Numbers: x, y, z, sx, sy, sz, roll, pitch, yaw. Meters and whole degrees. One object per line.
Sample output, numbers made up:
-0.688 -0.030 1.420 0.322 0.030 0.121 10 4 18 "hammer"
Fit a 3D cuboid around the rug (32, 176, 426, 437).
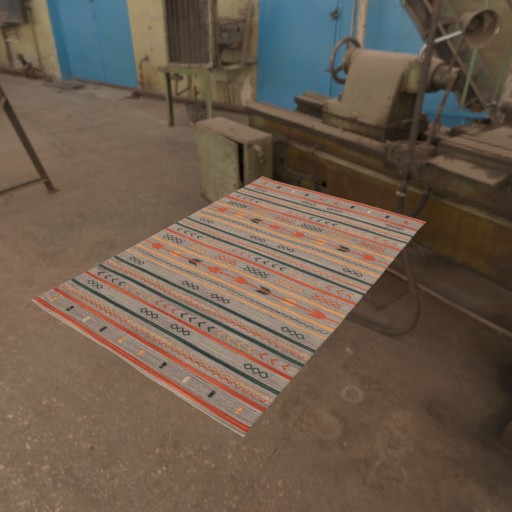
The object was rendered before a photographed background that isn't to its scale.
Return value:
0.000 0.000 2.354 1.220 0.017 1.835 21 38 30 "rug"
